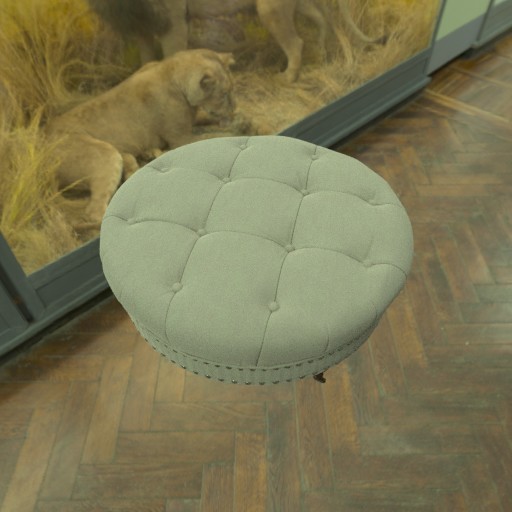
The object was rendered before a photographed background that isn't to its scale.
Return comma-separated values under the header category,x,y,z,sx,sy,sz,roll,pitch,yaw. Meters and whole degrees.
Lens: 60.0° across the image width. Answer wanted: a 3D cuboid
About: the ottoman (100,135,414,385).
category,x,y,z,sx,sy,sz,roll,pitch,yaw
ottoman,0.000,0.000,1.410,0.901,0.439,0.901,0,47,0
